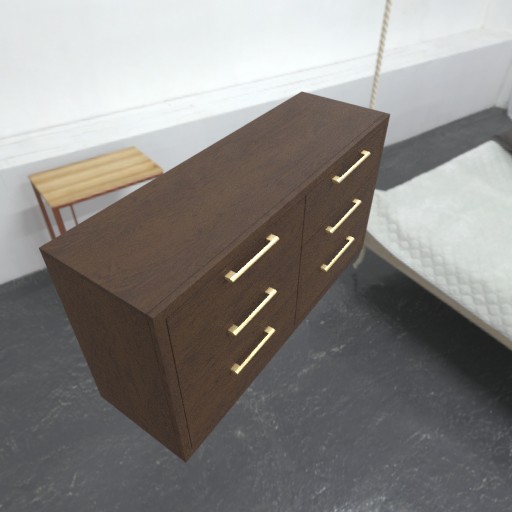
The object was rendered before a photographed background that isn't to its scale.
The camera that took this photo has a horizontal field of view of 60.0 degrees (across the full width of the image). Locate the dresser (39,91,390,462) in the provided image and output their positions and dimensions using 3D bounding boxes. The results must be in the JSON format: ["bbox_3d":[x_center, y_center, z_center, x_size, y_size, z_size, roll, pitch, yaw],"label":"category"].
[{"bbox_3d":[0.000,0.000,1.972,0.512,0.889,1.523,25,47,26],"label":"dresser"}]
